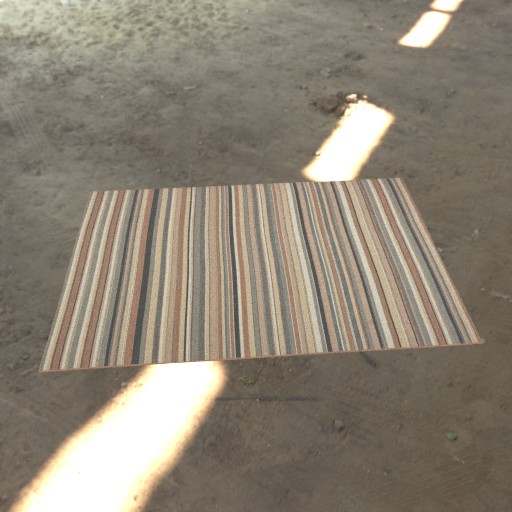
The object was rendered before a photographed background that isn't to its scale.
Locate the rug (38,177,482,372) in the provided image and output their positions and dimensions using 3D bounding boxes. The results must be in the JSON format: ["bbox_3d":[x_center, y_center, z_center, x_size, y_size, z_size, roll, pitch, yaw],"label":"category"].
[{"bbox_3d":[0.000,0.000,2.942,2.438,0.014,1.523,-3,47,-3],"label":"rug"}]
